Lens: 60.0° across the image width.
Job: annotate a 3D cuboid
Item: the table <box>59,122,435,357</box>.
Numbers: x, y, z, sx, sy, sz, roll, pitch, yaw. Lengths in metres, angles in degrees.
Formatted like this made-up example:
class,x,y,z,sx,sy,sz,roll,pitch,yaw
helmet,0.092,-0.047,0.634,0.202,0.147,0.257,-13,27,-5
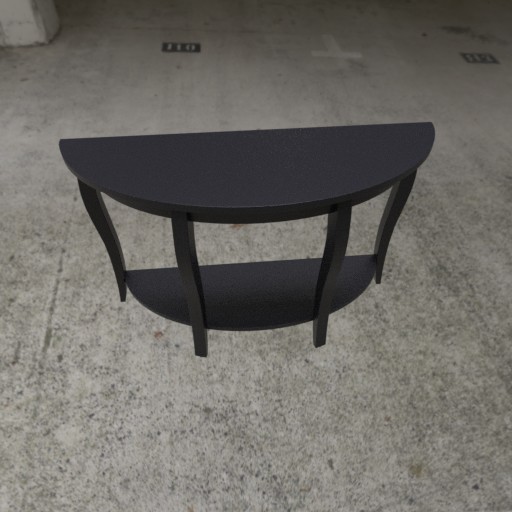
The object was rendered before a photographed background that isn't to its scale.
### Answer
class,x,y,z,sx,sy,sz,roll,pitch,yaw
table,0.000,0.000,1.595,1.219,0.780,0.394,-4,46,-4
